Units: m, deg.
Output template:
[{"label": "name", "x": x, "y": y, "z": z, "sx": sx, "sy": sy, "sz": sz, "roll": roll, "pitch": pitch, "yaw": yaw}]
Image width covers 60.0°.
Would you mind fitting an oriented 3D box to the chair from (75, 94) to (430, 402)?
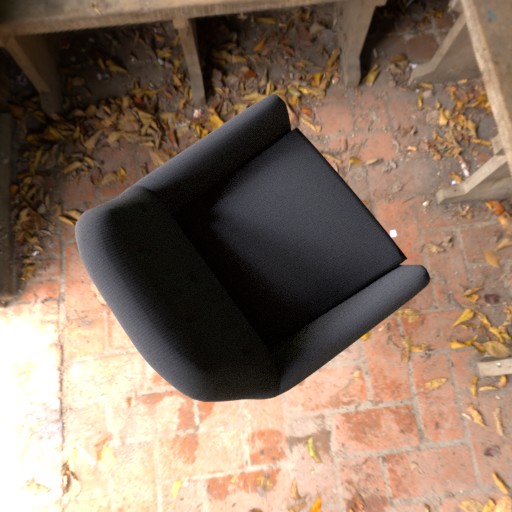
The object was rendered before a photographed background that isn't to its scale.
[{"label": "chair", "x": 0.000, "y": 0.000, "z": 1.402, "sx": 0.779, "sy": 0.800, "sz": 0.770, "roll": -35, "pitch": 78, "yaw": -9}]
